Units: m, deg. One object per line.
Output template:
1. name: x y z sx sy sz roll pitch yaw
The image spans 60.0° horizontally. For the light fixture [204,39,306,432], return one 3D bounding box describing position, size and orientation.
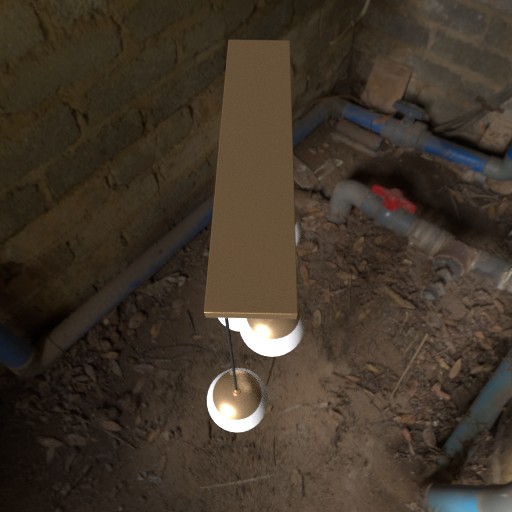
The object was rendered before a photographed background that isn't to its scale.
1. light fixture: 0.000 0.000 1.308 0.299 0.869 0.863 1 59 1
